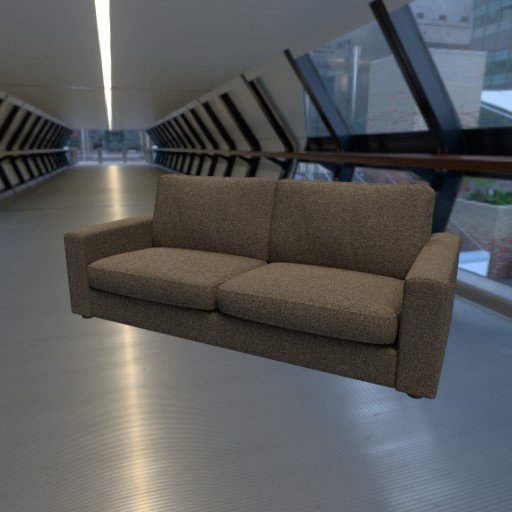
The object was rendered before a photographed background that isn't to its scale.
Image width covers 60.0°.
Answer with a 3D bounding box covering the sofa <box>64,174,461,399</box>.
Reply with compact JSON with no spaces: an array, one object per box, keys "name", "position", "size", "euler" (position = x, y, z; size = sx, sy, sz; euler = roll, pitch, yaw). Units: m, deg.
[{"name":"sofa","position":[0.000,0.000,2.655],"size":[2.179,0.873,1.016],"euler":[7,16,26]}]
